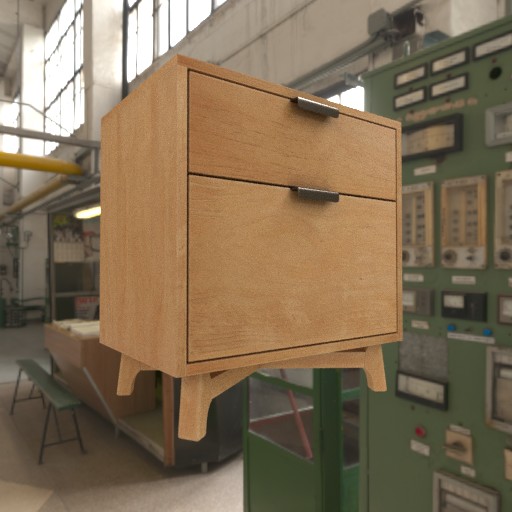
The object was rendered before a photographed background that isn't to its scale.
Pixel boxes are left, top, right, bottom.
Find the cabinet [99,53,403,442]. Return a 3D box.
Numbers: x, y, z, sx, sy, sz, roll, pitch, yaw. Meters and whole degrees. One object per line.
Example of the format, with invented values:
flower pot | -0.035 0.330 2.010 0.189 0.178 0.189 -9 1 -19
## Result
cabinet | 0.000 0.000 0.966 0.551 0.599 0.394 1 -1 -36
